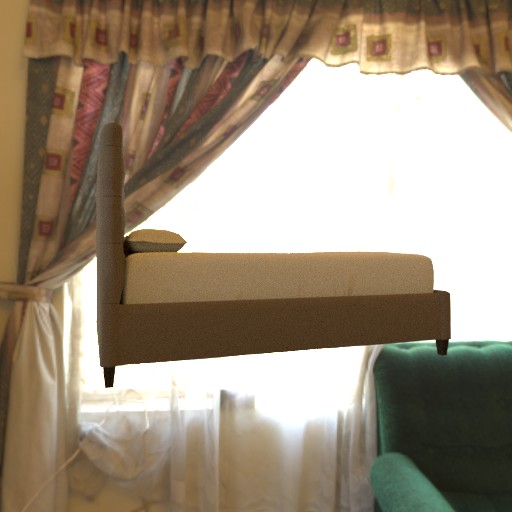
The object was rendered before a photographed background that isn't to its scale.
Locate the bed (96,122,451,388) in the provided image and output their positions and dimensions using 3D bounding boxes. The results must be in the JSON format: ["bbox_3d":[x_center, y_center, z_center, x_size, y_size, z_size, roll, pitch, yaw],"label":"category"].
[{"bbox_3d":[0.000,0.000,3.543,2.387,1.427,1.698,0,0,-20],"label":"bed"}]
